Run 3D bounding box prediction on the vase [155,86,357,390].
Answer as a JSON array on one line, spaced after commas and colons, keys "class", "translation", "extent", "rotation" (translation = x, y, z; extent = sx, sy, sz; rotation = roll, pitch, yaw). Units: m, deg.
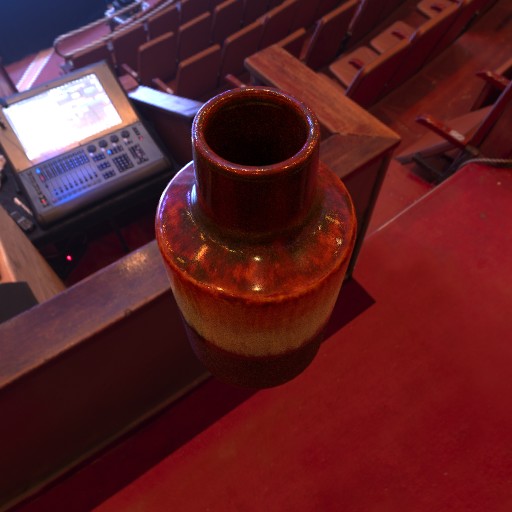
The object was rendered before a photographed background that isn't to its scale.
[{"class": "vase", "translation": [0.000, 0.000, 0.270], "extent": [0.108, 0.204, 0.108], "rotation": [0, 58, 0]}]
